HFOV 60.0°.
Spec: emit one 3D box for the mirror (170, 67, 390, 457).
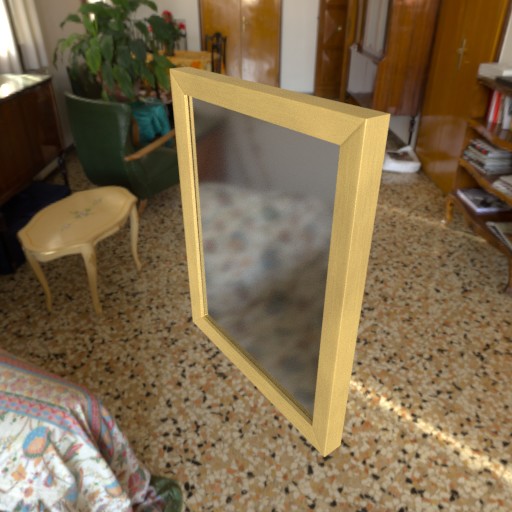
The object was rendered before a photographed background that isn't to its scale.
[{"bbox_3d":[0.000,0.000,0.698,0.041,0.508,0.405,-21,36,-31],"label":"mirror"}]
